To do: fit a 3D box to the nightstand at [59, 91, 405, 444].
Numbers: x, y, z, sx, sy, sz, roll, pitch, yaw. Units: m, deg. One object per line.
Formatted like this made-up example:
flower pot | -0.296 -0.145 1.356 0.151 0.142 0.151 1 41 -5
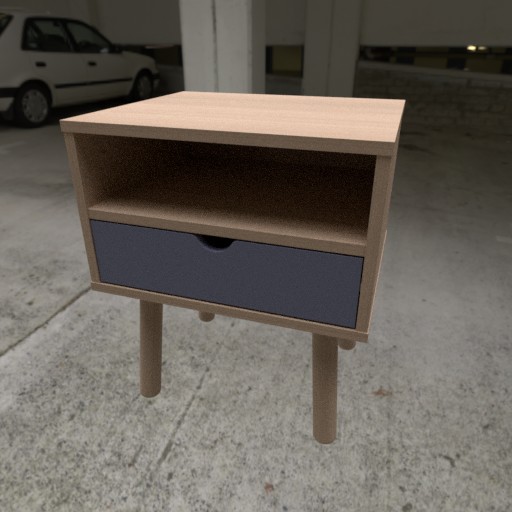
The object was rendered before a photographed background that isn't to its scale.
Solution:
nightstand | 0.000 0.000 0.832 0.450 0.530 0.380 8 28 17
